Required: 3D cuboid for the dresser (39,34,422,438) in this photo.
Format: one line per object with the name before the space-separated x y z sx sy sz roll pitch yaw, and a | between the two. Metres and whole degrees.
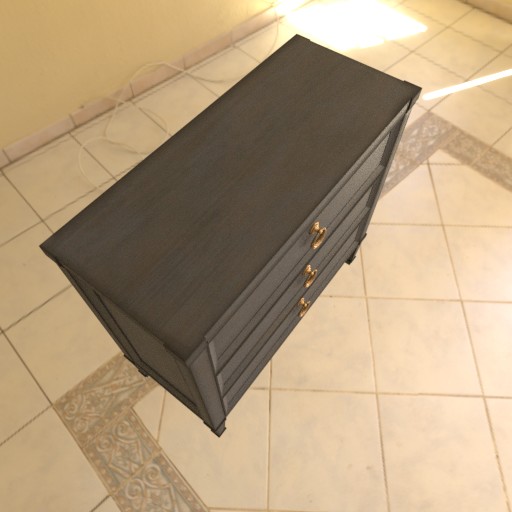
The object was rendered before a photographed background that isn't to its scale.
dresser | 0.000 0.000 1.587 0.463 0.986 1.049 33 64 19
